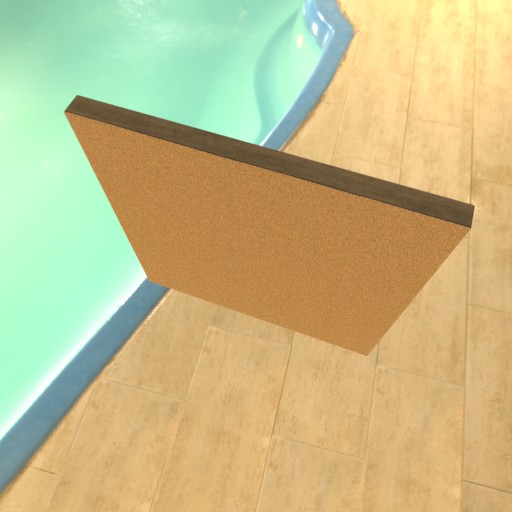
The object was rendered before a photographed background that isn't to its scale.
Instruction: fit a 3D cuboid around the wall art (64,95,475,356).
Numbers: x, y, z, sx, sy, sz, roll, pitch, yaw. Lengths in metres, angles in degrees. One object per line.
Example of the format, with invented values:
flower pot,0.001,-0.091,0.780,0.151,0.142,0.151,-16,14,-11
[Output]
wall art,0.000,0.000,1.109,0.749,0.751,0.050,18,63,9
